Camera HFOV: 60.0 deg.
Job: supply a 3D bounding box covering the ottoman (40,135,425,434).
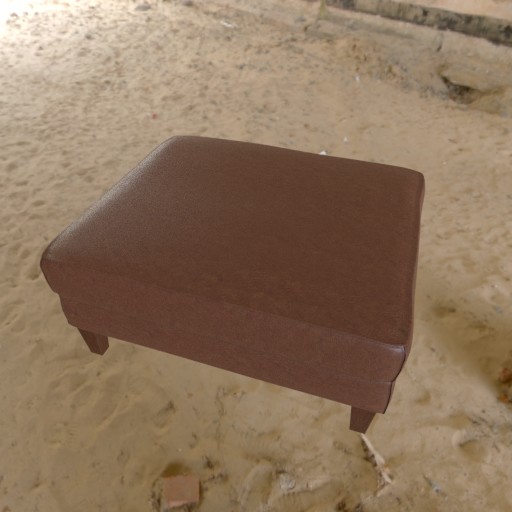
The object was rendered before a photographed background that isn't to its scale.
[{"bbox_3d":[0.000,0.000,1.474,0.987,0.472,0.836,12,41,14],"label":"ottoman"}]
